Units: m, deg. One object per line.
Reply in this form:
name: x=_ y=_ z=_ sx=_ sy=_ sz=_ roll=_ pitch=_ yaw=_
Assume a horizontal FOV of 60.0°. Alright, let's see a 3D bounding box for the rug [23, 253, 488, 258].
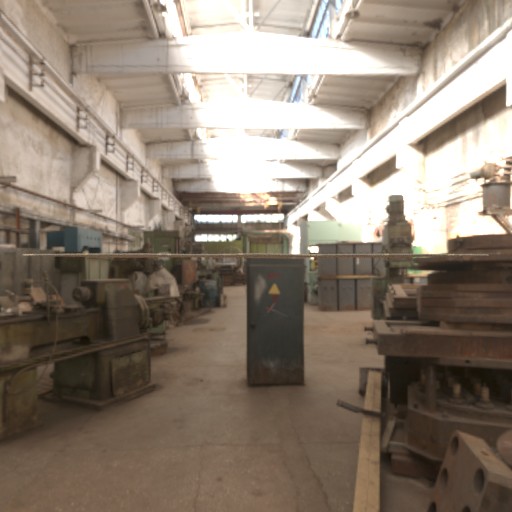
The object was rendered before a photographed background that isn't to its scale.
rug: x=0.000 y=0.000 z=2.775 sx=2.133 sy=0.013 sz=1.522 roll=0 pitch=-1 yaw=0
